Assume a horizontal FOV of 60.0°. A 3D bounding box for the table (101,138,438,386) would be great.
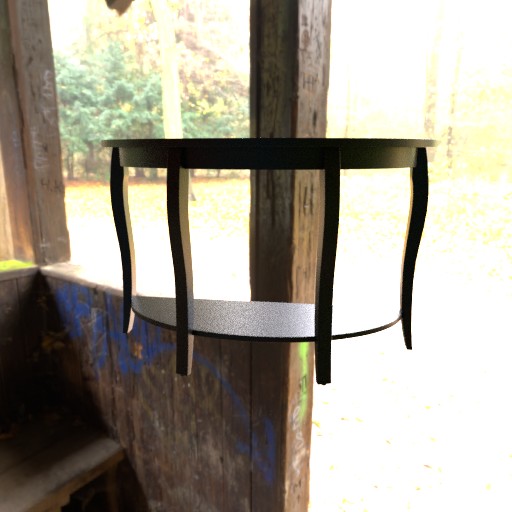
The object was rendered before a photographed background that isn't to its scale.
[{"bbox_3d":[0.000,0.000,1.532,1.219,0.780,0.394,2,14,8],"label":"table"}]
